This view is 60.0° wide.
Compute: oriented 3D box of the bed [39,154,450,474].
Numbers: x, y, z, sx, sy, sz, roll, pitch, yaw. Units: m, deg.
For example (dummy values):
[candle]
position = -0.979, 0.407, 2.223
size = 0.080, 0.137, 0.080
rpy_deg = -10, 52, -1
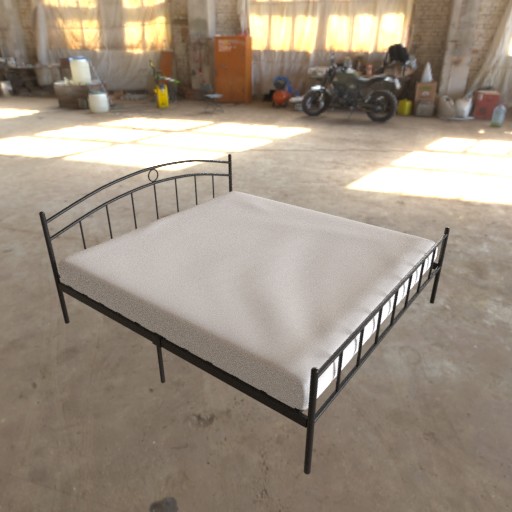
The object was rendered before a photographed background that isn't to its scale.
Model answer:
[bed]
position = 0.000, 0.000, 3.094
size = 2.040, 0.940, 1.880
rpy_deg = 19, 32, 33
